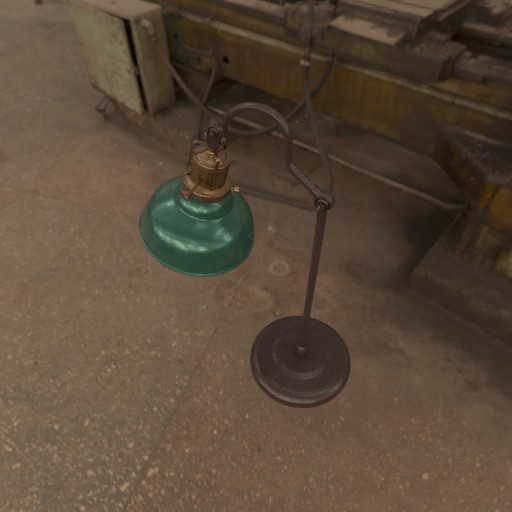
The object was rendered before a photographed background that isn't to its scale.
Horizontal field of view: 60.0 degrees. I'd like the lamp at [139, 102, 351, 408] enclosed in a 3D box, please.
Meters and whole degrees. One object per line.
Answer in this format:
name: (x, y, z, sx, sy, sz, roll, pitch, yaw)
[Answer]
lamp: (0.000, 0.000, 0.690, 0.374, 0.508, 0.192, 17, 49, 15)
